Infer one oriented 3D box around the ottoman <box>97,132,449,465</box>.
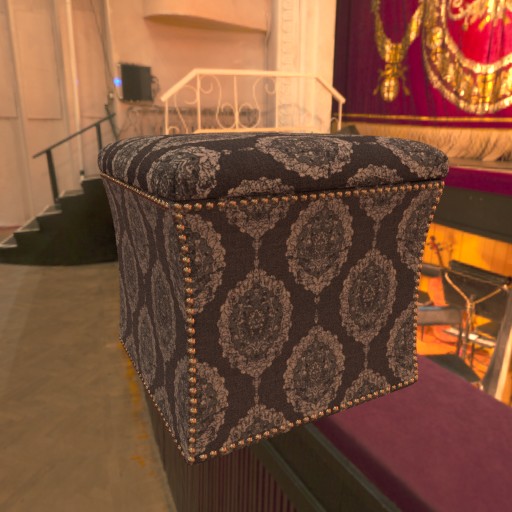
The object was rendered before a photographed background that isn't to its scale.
[{"bbox_3d":[0.000,0.000,0.883,0.507,0.475,0.497,-9,18,-27],"label":"ottoman"}]
